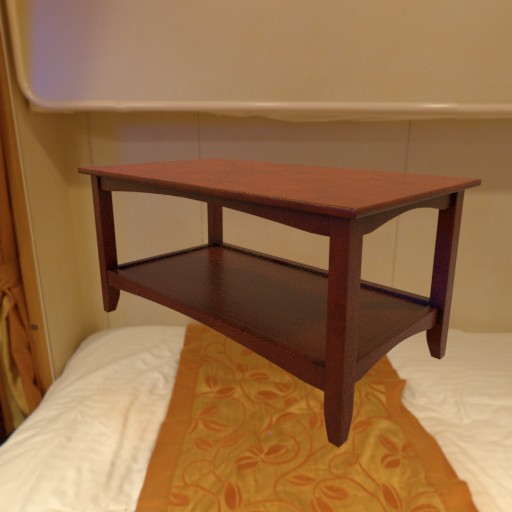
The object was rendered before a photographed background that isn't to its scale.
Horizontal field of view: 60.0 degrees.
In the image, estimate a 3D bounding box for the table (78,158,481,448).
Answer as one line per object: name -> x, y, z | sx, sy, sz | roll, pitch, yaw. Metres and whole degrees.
table -> 0.000, 0.000, 1.225 | 0.943, 0.456, 0.533 | 16, 23, 42
